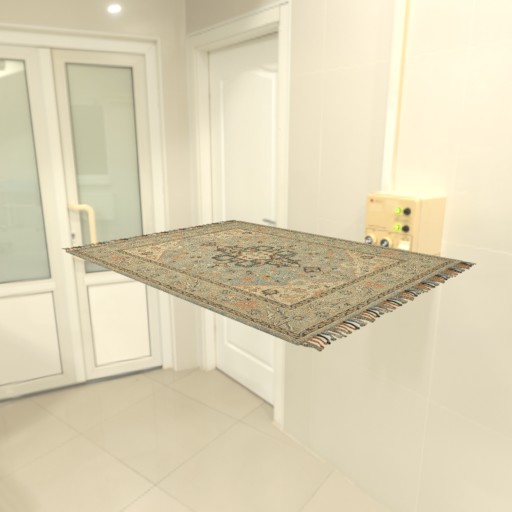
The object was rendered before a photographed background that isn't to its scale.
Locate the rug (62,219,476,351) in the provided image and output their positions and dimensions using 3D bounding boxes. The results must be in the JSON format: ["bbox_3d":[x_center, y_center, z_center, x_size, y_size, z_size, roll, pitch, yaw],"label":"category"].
[{"bbox_3d":[0.000,0.000,2.263,1.730,0.009,1.278,14,20,43],"label":"rug"}]
